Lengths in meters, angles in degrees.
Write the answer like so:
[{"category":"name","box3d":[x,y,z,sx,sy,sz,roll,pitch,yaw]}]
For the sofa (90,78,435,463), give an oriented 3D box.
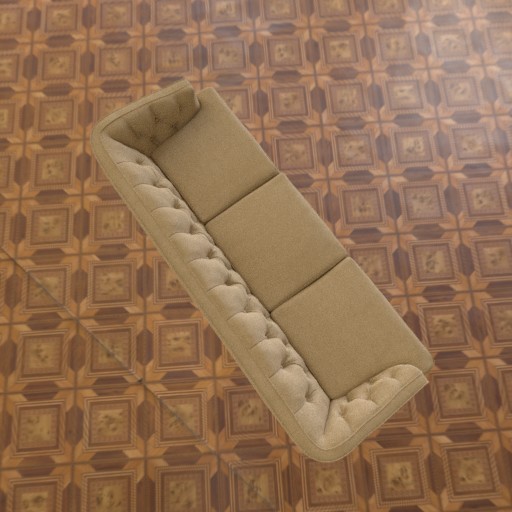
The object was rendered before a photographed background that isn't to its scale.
[{"category":"sofa","box3d":[0.000,0.000,2.683,0.913,0.788,2.235,-35,78,-9]}]
